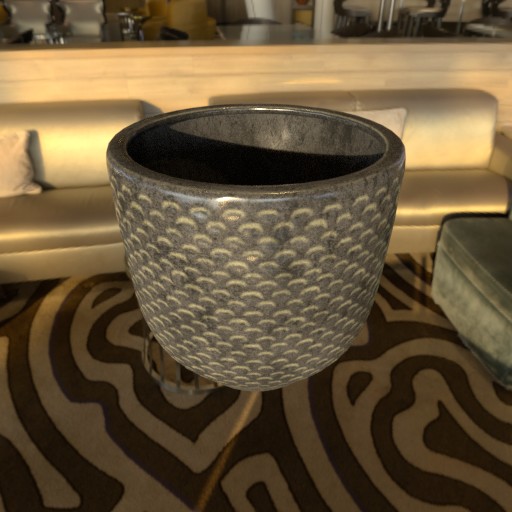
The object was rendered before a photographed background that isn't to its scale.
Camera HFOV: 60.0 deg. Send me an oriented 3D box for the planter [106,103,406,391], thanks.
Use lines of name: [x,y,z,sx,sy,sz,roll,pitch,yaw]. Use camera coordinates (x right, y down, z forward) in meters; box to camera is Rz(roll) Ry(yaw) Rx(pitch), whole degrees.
planter: [0.000,0.000,0.348,0.197,0.191,0.197,0,31,0]
